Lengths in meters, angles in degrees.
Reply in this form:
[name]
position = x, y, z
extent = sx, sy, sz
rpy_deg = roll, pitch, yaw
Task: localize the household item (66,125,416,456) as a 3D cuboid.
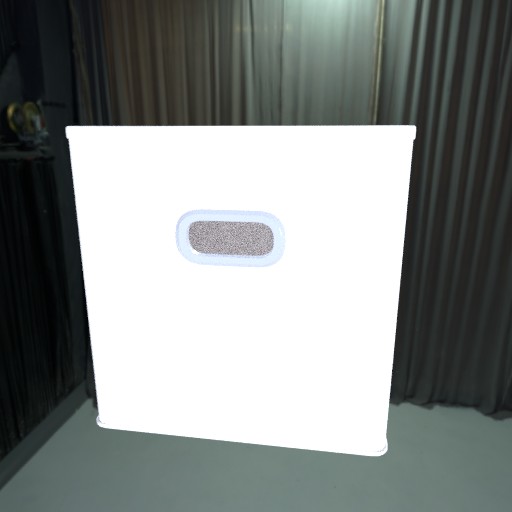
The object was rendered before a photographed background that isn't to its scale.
[household item]
position = 0.000, 0.000, 0.548
extent = 0.305, 0.305, 0.305
rpy_deg = 2, 16, 9
